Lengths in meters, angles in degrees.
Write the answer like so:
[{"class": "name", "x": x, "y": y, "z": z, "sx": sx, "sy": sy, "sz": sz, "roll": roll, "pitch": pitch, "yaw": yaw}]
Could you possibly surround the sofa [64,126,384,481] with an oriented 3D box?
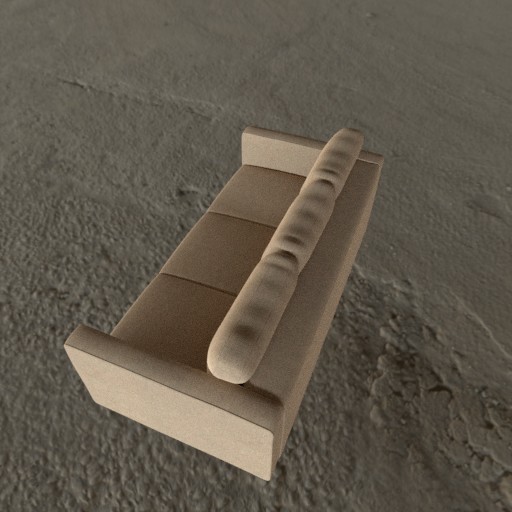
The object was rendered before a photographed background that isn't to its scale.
[{"class": "sofa", "x": 0.000, "y": 0.000, "z": 2.374, "sx": 0.930, "sy": 0.800, "sz": 1.855, "roll": 17, "pitch": 48, "yaw": 16}]
